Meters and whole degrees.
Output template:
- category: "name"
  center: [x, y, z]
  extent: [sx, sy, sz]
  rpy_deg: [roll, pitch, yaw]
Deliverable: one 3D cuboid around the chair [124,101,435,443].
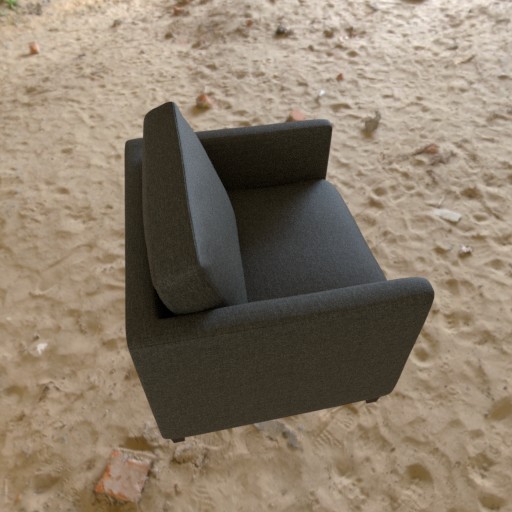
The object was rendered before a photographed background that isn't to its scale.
- category: "chair"
  center: [0.000, 0.000, 1.814]
  extent: [0.959, 0.963, 1.107]
  rpy_deg: [-9, 47, -8]
